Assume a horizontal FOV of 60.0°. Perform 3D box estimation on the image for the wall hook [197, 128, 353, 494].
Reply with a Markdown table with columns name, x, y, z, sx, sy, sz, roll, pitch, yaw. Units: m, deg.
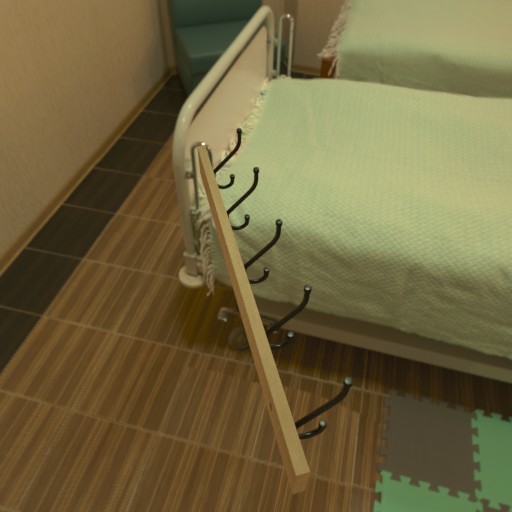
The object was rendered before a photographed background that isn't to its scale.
| name | x | y | z | sx | sy | sz | roll | pitch | yaw |
| --- | --- | --- | --- | --- | --- | --- | --- | --- | --- |
| wall hook | 0.000 | 0.000 | 0.614 | 0.071 | 0.117 | 0.571 | -11 | 48 | -10 |
